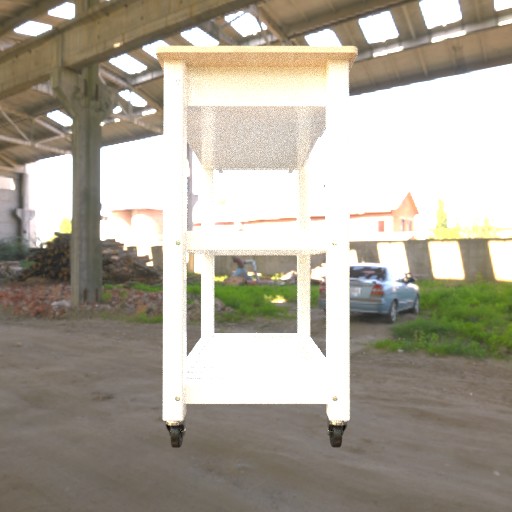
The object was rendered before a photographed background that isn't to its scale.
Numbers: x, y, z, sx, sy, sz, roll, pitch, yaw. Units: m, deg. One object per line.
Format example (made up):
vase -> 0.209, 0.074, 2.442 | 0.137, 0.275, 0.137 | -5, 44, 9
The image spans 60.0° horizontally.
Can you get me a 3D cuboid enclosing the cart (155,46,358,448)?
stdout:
cart -> 0.000, 0.000, 1.433 | 0.457, 0.927, 0.899 | 0, -1, 0
